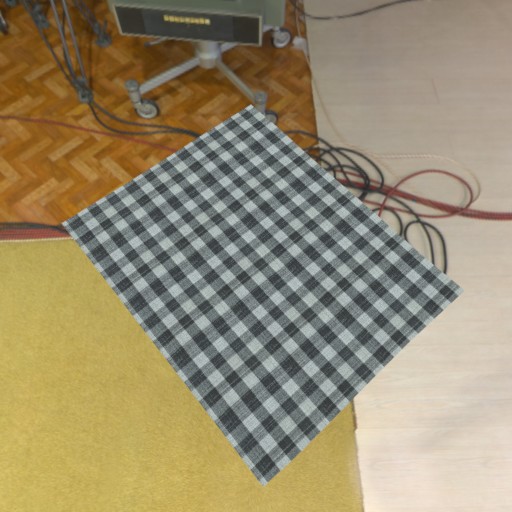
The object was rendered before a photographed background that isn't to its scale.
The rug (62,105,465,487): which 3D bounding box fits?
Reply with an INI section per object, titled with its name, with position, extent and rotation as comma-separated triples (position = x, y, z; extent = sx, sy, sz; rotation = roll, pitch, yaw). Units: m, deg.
[rug]
position = 0.000, 0.000, 4.179
extent = 2.432, 0.013, 3.021
rotation = -37, 69, -17
